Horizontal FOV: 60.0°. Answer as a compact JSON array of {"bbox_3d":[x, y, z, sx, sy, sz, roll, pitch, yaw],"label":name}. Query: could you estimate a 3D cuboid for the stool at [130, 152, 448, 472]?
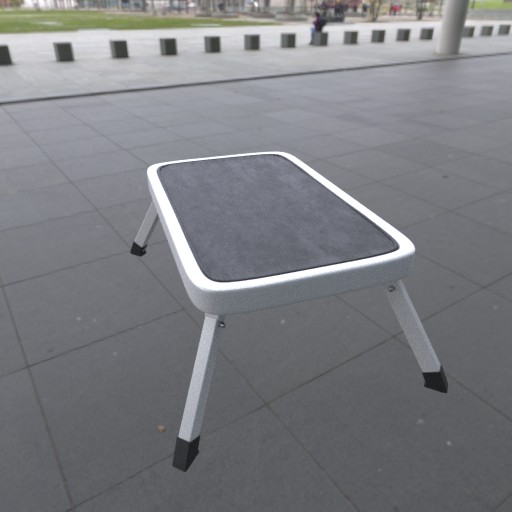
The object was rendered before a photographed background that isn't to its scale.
[{"bbox_3d":[0.000,0.000,0.608,0.320,0.170,0.460,-10,31,-16],"label":"stool"}]
